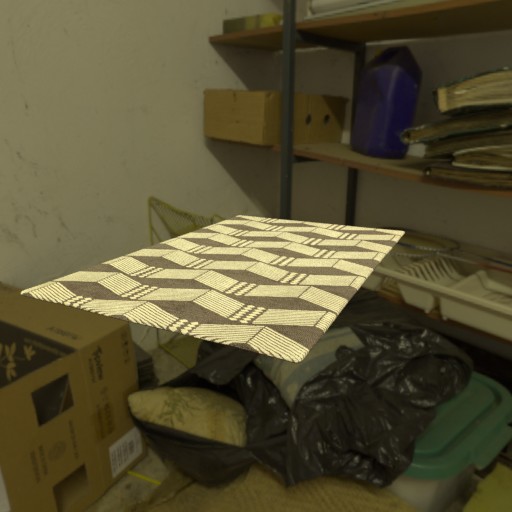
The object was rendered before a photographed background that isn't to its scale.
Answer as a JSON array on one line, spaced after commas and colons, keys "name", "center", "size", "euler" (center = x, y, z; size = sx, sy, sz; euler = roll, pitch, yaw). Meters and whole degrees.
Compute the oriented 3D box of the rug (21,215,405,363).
[{"name": "rug", "center": [0.000, 0.000, 2.305], "size": [1.210, 0.016, 1.833], "euler": [8, 18, 26]}]
